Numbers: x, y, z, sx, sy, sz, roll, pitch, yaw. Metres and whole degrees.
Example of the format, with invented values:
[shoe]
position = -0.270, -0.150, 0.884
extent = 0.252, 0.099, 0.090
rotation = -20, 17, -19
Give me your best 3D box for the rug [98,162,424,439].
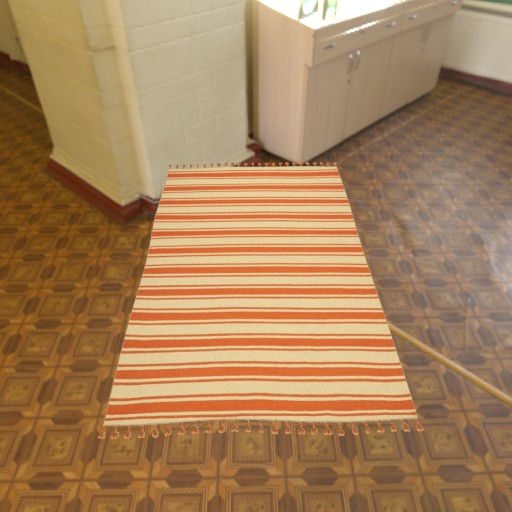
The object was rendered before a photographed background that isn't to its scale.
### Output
[rug]
position = 0.000, 0.000, 2.457
extent = 1.232, 0.017, 2.092
rotation = -1, 41, -1
